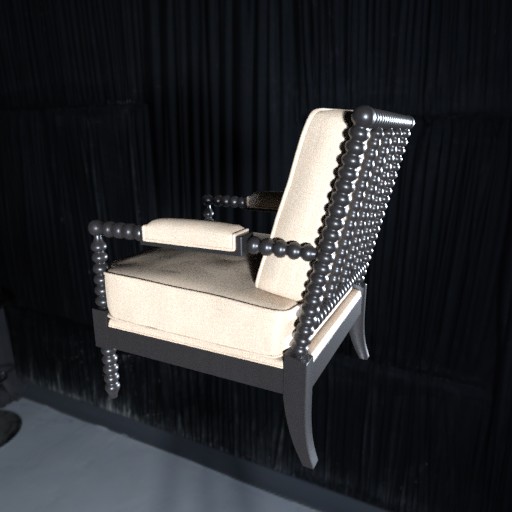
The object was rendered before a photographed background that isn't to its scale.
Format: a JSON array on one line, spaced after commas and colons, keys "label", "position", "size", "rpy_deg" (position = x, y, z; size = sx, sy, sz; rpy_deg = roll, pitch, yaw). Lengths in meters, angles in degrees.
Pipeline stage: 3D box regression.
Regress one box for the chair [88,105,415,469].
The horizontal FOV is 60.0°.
[{"label": "chair", "position": [0.000, 0.000, 1.138], "size": [0.657, 0.703, 0.555], "rpy_deg": [7, 17, 25]}]
